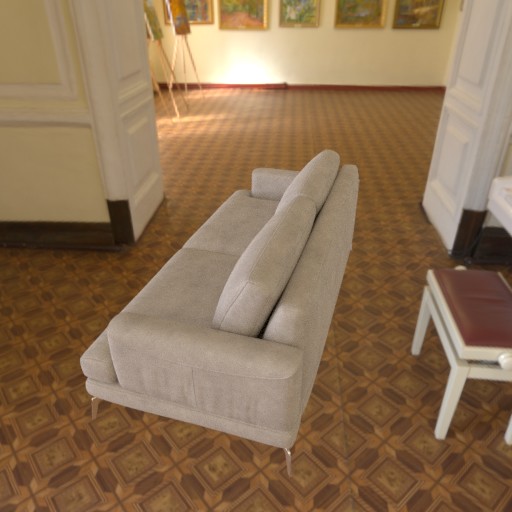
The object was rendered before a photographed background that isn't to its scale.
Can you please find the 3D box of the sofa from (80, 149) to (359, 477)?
[{"bbox_3d":[0.000,0.000,2.545,0.980,0.830,2.013,9,32,15],"label":"sofa"}]
